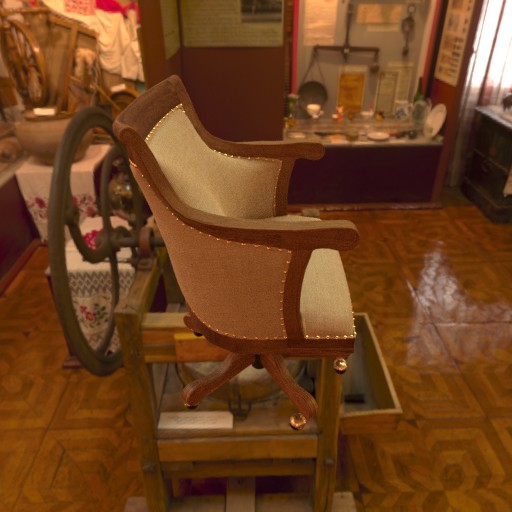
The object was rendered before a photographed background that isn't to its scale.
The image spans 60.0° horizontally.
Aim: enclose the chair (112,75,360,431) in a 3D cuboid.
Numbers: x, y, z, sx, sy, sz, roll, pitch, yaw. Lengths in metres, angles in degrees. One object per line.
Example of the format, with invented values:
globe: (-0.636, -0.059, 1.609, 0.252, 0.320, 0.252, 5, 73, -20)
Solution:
chair: (0.000, 0.000, 1.387, 0.689, 0.965, 0.656, 0, 32, 0)
